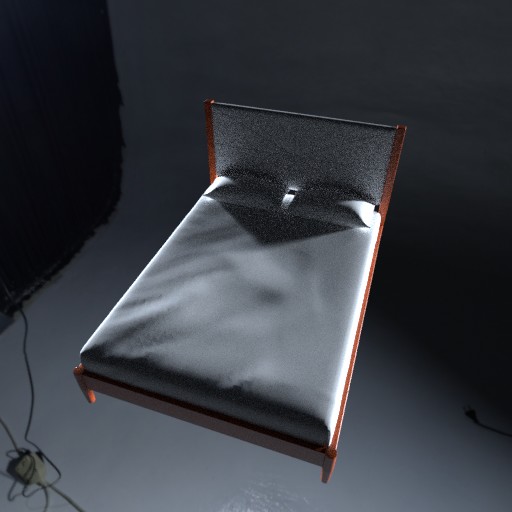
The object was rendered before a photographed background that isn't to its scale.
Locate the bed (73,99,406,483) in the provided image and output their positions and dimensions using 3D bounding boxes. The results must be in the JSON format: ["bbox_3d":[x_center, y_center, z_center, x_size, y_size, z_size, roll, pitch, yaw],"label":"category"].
[{"bbox_3d":[0.000,0.000,2.987,1.566,1.165,2.117,13,42,14],"label":"bed"}]
